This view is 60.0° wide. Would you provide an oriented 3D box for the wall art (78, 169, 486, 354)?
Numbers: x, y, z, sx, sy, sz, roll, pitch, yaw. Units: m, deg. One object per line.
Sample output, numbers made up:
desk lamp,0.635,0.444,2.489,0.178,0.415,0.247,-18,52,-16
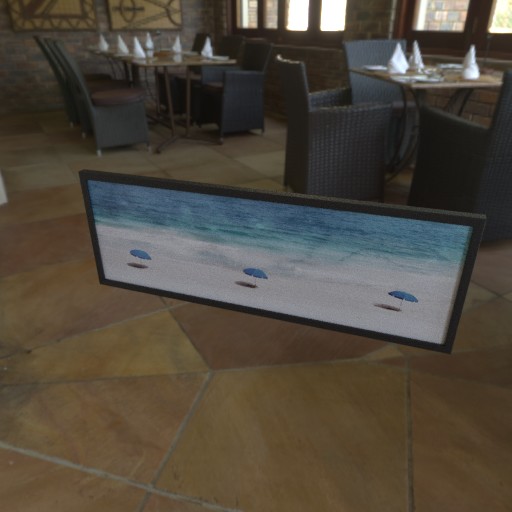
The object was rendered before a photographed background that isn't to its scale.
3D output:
wall art,0.000,0.000,1.788,1.572,0.554,0.041,9,29,17
